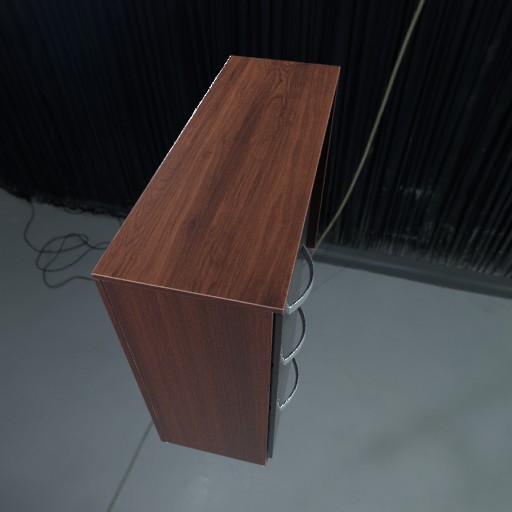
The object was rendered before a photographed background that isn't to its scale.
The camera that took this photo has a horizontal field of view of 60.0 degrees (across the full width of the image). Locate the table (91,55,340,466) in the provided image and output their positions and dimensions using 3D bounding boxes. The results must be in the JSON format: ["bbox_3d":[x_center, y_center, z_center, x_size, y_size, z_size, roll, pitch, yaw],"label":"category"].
[{"bbox_3d":[0.000,0.000,1.348,0.380,0.790,0.930,10,48,9],"label":"table"}]
